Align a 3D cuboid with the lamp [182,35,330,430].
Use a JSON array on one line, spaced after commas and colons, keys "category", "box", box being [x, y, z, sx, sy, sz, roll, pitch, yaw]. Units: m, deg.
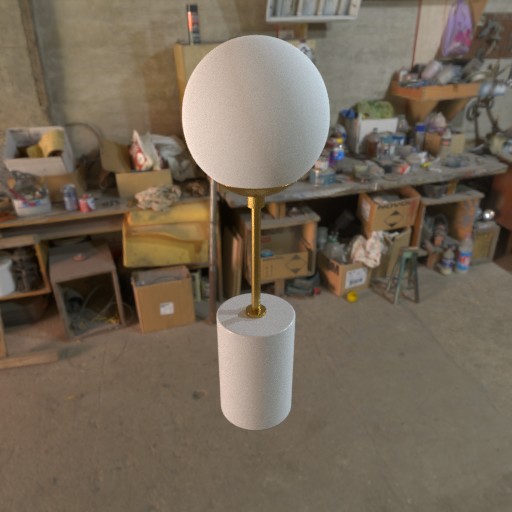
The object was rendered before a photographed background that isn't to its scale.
[{"category": "lamp", "box": [0.000, 0.000, 0.538, 0.153, 0.480, 0.153, 0, 27, 0]}]
